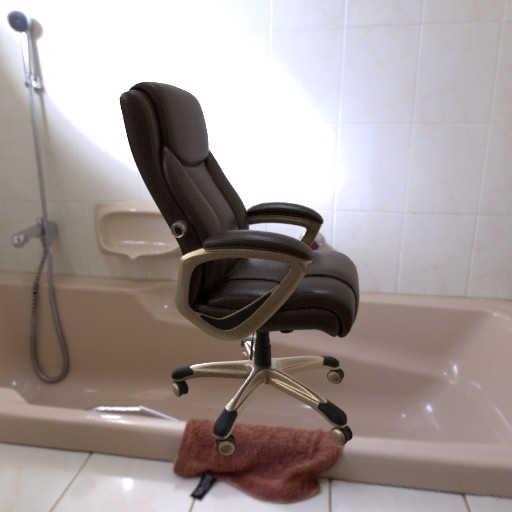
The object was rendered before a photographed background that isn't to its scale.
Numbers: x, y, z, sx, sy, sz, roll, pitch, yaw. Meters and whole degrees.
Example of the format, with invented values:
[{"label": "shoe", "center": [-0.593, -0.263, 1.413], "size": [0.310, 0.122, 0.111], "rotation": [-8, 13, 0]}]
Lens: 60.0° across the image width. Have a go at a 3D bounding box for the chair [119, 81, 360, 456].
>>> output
[{"label": "chair", "center": [0.000, 0.000, 1.618], "size": [0.749, 1.194, 0.692], "rotation": [3, 15, 11]}]
